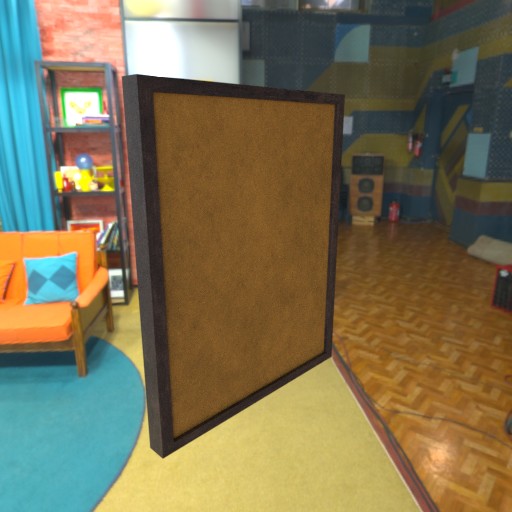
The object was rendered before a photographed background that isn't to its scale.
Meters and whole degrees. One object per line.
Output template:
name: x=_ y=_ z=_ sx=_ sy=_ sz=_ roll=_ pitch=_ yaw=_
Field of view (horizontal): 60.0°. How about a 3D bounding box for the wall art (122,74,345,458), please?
wall art: x=0.000 y=0.000 z=0.569 sx=0.027 sy=0.406 sz=0.329 roll=15 pitch=22 yaw=42
